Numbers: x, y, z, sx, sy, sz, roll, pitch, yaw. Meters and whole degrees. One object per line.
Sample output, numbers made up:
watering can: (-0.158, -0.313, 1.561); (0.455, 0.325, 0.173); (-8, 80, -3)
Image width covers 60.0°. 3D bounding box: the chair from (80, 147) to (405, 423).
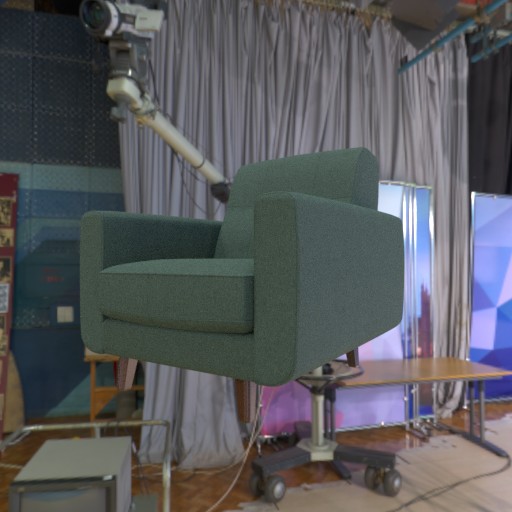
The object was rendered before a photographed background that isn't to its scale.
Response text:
chair: (0.000, 0.000, 1.576); (0.831, 0.841, 0.909); (0, -1, 35)
